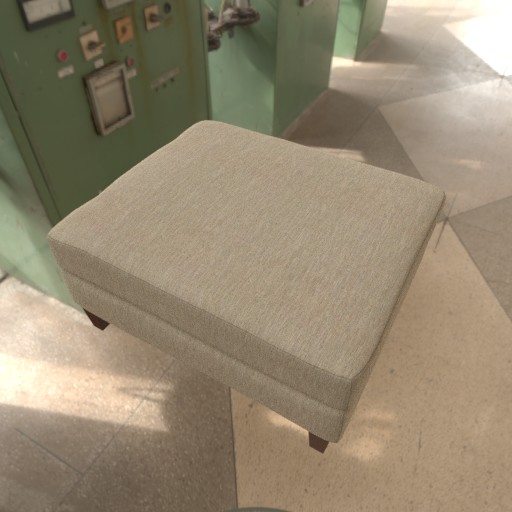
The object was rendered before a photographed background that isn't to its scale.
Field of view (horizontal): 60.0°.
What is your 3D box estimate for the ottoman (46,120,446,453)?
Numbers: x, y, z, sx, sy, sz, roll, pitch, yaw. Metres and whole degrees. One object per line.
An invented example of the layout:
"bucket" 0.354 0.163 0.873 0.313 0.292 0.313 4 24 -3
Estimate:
"ottoman" 0.000 0.000 1.487 0.976 0.492 0.836 22 49 21
